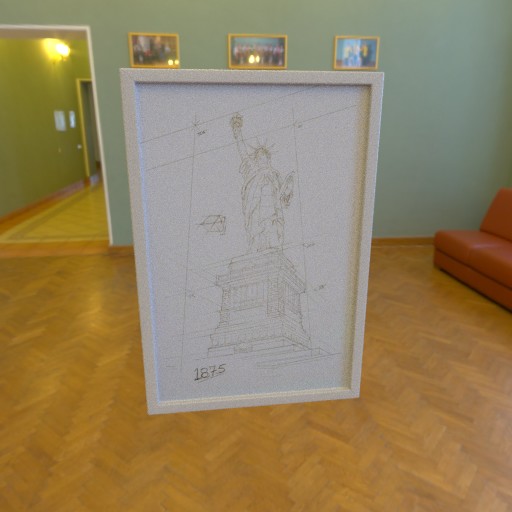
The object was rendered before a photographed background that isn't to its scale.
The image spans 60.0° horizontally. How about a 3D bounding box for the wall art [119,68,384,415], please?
[{"bbox_3d":[0.000,0.000,1.050,0.556,0.813,0.026,-2,17,-7],"label":"wall art"}]
